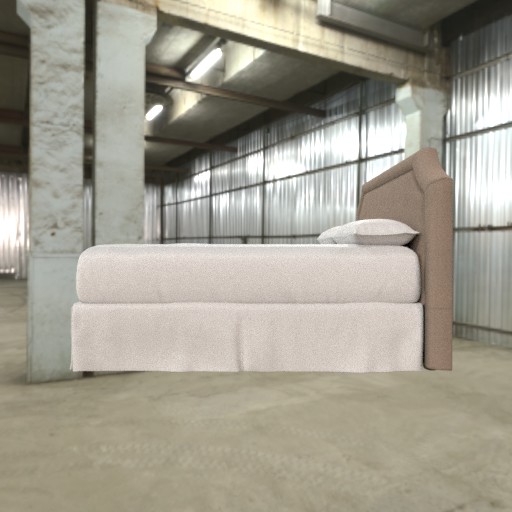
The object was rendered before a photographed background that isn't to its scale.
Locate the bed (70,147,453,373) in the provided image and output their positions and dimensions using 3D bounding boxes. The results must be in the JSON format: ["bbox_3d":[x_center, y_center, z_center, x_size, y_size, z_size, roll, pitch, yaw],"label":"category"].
[{"bbox_3d":[0.000,0.000,3.301,2.164,1.303,1.828,0,1,0],"label":"bed"}]
